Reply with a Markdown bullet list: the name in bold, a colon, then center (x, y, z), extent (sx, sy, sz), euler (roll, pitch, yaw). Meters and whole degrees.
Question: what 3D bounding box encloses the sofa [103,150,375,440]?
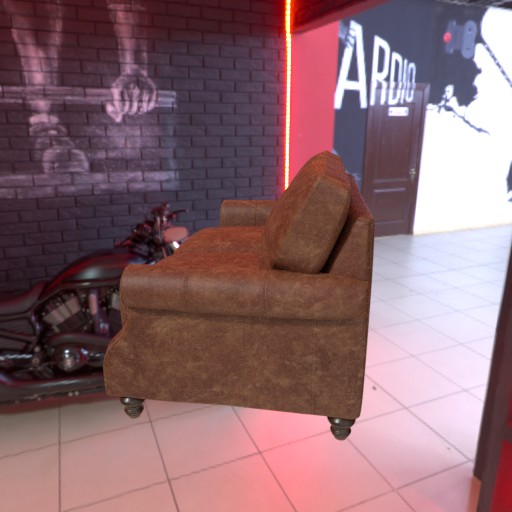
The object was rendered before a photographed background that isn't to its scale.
- **sofa**: center (0.000, 0.000, 2.201), extent (0.990, 0.967, 1.616), euler (3, 16, 9)
